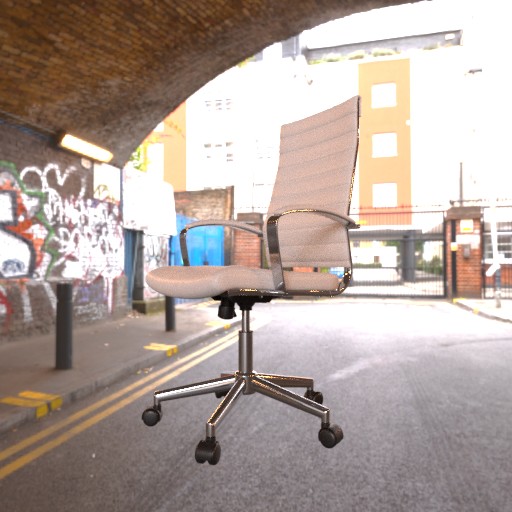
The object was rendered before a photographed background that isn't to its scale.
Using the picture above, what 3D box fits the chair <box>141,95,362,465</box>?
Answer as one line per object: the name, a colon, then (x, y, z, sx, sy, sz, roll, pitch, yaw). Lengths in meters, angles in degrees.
chair: (0.000, 0.000, 1.555, 0.679, 1.149, 0.679, 1, -2, -36)
